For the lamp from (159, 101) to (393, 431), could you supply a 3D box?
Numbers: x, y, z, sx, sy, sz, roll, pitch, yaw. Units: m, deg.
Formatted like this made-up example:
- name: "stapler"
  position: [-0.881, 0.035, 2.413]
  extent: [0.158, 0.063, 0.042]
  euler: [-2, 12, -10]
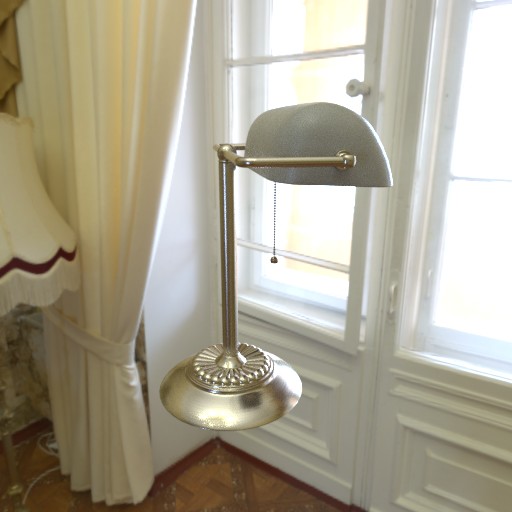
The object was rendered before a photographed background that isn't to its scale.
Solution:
- name: "lamp"
  position: [0.000, 0.000, 0.521]
  extent: [0.243, 0.339, 0.264]
  euler: [-3, 17, -10]
